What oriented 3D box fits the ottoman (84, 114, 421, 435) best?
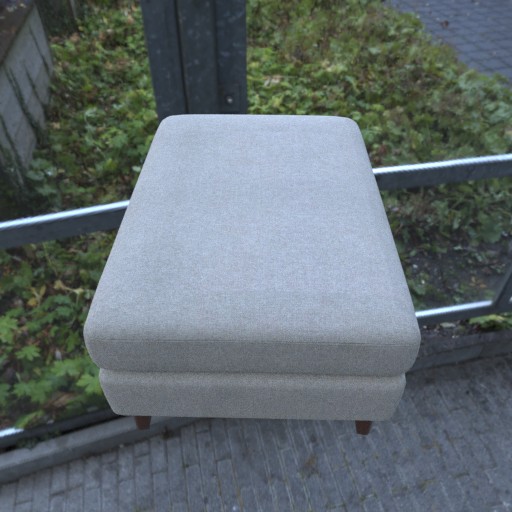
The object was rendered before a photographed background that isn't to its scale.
[{"bbox_3d":[0.000,0.000,1.179,0.610,0.478,0.823,1,44,1],"label":"ottoman"}]
